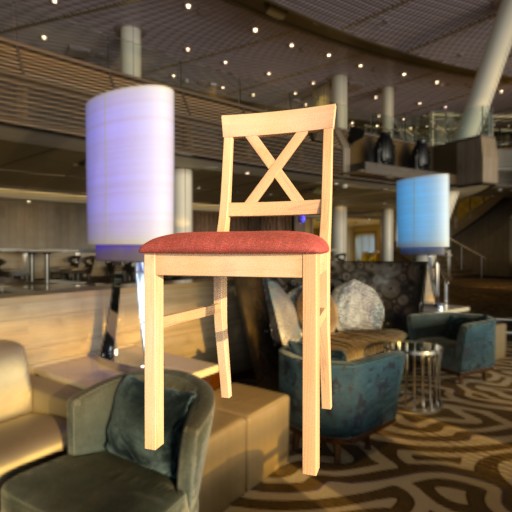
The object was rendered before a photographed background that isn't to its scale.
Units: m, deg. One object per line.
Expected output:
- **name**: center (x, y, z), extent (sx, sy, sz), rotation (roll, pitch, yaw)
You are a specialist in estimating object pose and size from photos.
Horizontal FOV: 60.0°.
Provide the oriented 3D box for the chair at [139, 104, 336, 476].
- **chair**: center (0.000, 0.000, 1.188), extent (0.439, 0.912, 0.492), rotation (0, 1, 18)
